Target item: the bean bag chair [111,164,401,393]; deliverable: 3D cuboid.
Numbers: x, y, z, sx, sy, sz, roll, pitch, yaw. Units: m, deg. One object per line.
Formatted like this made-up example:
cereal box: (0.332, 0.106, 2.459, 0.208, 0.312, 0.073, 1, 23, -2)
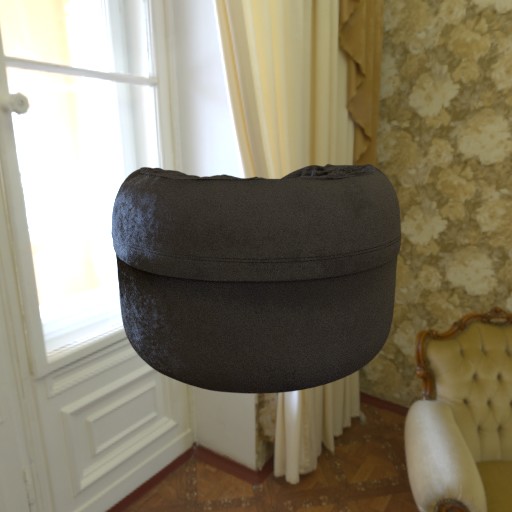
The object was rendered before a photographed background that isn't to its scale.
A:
bean bag chair: (0.000, 0.000, 1.495, 0.918, 0.605, 0.918, 0, 15, 0)
